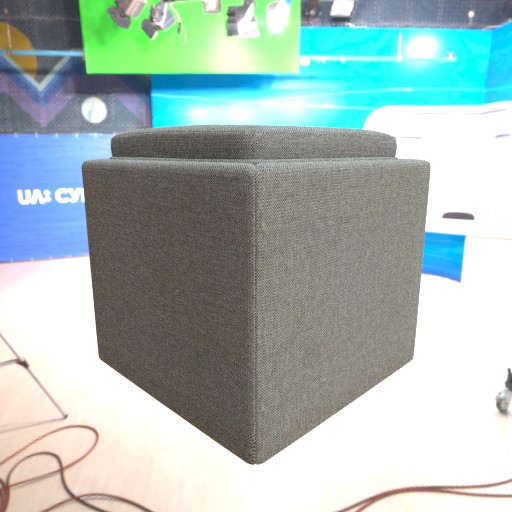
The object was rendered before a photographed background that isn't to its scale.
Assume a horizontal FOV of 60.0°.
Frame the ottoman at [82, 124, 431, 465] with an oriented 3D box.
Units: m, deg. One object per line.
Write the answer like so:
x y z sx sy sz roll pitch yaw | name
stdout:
0.000 0.000 0.826 0.450 0.460 0.450 -13 19 -43 | ottoman
